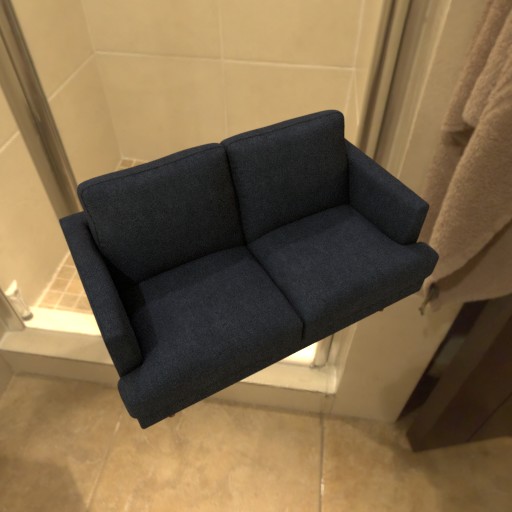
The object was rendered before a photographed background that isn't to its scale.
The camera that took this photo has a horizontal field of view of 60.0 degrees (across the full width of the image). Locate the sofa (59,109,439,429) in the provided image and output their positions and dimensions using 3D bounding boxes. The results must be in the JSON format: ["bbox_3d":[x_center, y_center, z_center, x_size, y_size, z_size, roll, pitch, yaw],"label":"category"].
[{"bbox_3d":[0.000,0.000,2.144,1.582,0.944,0.903,-22,50,-20],"label":"sofa"}]
